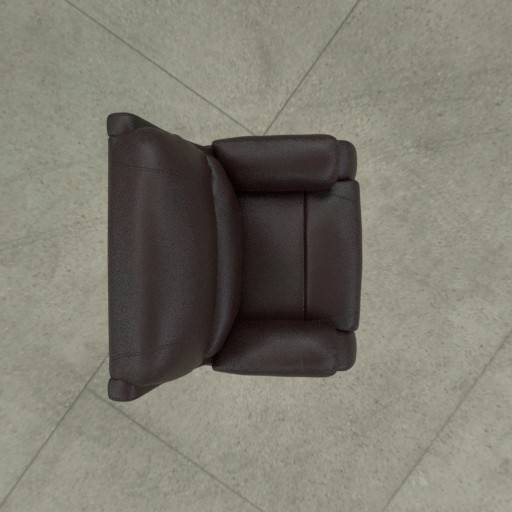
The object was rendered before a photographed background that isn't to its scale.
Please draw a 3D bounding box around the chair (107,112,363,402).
[{"bbox_3d":[0.000,0.000,1.719,0.899,1.011,0.930,0,91,-1],"label":"chair"}]
